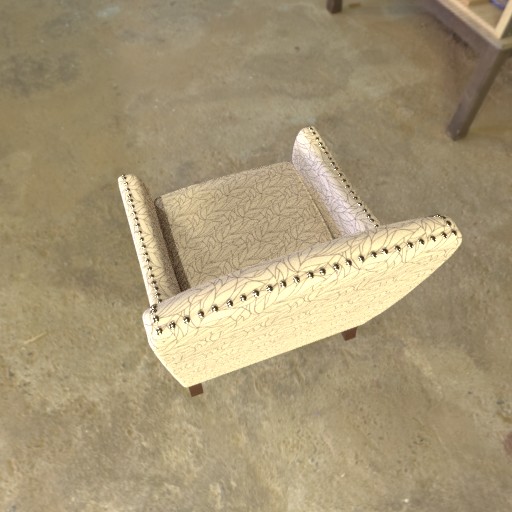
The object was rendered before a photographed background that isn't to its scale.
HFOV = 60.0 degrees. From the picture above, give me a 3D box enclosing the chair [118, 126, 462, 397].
[{"bbox_3d":[0.000,0.000,1.269,0.623,0.816,0.651,-17,60,-11],"label":"chair"}]
